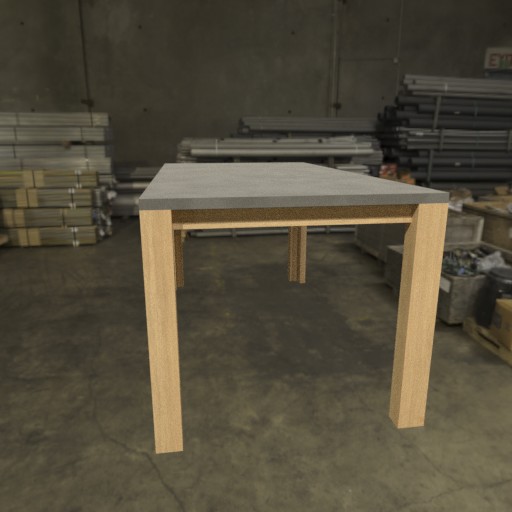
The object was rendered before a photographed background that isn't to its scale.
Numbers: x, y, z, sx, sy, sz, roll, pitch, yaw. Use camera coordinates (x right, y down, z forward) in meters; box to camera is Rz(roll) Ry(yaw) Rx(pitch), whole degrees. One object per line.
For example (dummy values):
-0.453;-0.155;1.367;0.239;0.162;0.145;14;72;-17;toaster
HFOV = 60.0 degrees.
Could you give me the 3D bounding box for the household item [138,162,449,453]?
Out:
0.000;0.000;2.041;0.850;0.755;1.600;-2;15;-9;household item
